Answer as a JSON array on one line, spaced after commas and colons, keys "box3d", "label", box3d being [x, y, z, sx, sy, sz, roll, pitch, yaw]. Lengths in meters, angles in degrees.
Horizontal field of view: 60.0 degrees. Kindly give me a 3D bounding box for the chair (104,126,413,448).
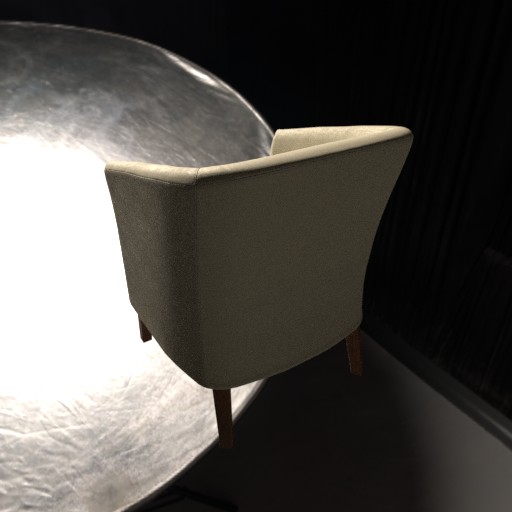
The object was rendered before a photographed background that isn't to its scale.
[{"box3d": [0.000, 0.000, 1.305, 0.643, 0.822, 0.657, -19, 36, -28], "label": "chair"}]
